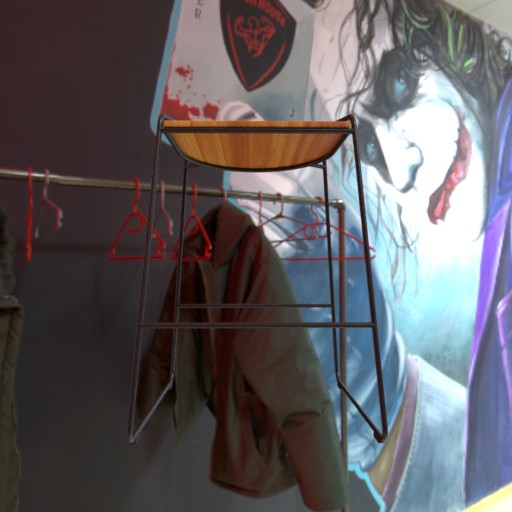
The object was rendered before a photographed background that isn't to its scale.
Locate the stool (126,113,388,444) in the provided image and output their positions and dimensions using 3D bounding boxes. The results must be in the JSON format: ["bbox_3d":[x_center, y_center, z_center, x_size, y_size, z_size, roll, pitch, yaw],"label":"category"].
[{"bbox_3d":[0.000,0.000,1.176,0.546,0.812,0.521,0,-1,-1],"label":"stool"}]
